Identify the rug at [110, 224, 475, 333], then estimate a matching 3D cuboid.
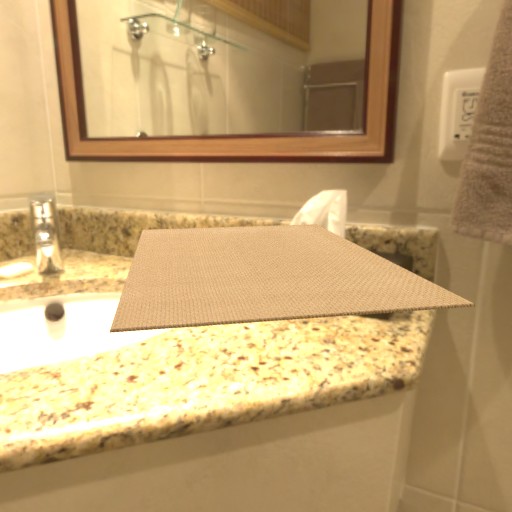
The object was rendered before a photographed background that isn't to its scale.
[{"bbox_3d":[0.000,0.000,2.795,1.509,0.013,2.144,-3,14,-11],"label":"rug"}]
